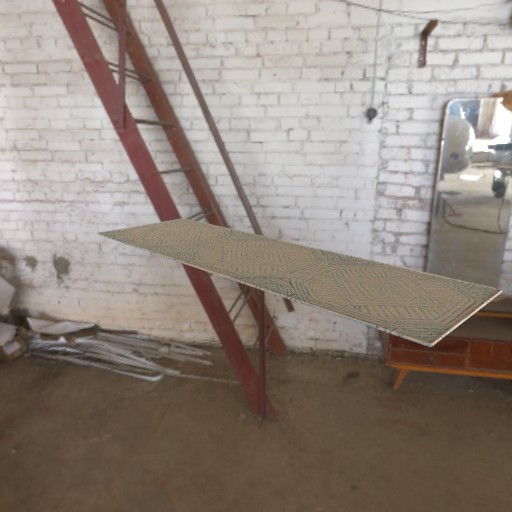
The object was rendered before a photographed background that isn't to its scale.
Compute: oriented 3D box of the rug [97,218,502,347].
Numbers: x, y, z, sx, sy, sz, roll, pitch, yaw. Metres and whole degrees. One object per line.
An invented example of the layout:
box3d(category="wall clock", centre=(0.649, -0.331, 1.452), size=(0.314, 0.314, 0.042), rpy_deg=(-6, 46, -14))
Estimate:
box3d(category="rug", centre=(0.000, 0.000, 2.617), size=(2.452, 0.012, 0.775), rpy_deg=(15, 22, 42))
